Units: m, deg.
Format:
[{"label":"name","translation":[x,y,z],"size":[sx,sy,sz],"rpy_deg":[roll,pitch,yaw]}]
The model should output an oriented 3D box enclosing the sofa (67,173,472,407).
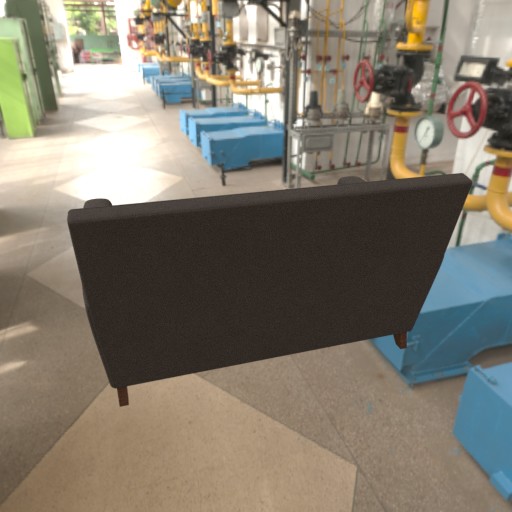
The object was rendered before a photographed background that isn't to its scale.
[{"label":"sofa","translation":[0.000,0.000,1.946],"size":[1.420,0.846,0.871],"rpy_deg":[-7,27,-15]}]
